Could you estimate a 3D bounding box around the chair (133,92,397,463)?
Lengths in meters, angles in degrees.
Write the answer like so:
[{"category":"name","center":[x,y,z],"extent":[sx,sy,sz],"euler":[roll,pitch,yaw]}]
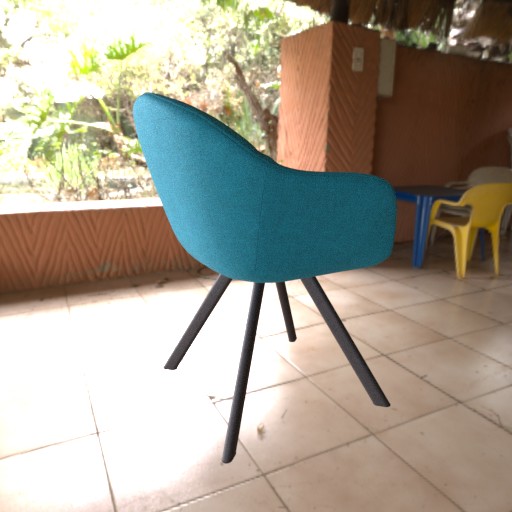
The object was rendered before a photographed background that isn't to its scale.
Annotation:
[{"category":"chair","center":[0.000,0.000,1.155],"extent":[0.565,0.775,0.545],"euler":[-7,16,-26]}]
